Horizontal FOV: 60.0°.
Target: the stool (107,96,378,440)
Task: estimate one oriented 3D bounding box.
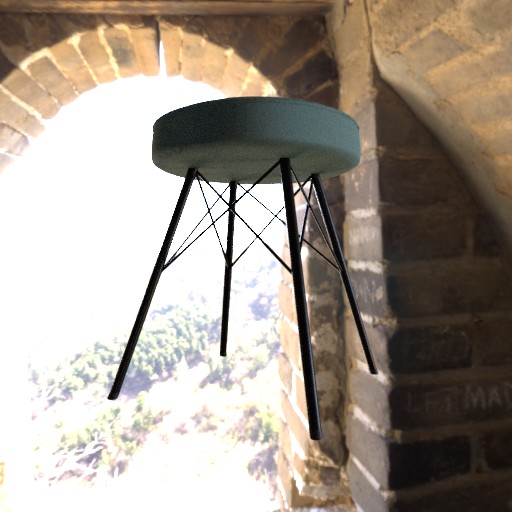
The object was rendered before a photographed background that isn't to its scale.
[{"bbox_3d":[0.000,0.000,0.887,0.457,0.519,0.458,0,0,35],"label":"stool"}]
